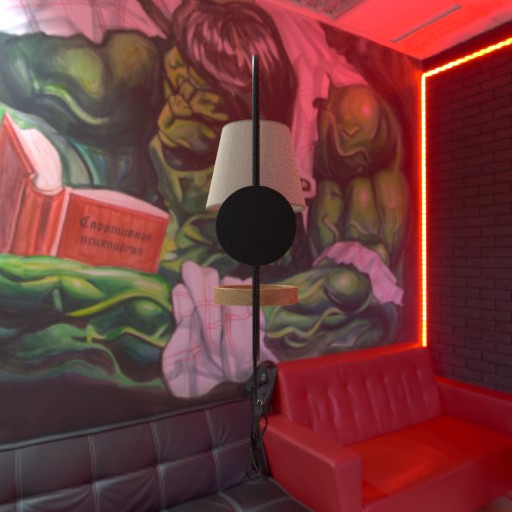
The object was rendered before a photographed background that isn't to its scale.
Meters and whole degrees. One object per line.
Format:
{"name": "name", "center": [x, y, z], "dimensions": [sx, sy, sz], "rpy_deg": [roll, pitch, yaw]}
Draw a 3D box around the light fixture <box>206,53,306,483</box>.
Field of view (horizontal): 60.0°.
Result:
{"name": "light fixture", "center": [0.000, 0.000, 0.936], "dimensions": [0.220, 0.821, 0.299], "rpy_deg": [0, -1, 0]}
